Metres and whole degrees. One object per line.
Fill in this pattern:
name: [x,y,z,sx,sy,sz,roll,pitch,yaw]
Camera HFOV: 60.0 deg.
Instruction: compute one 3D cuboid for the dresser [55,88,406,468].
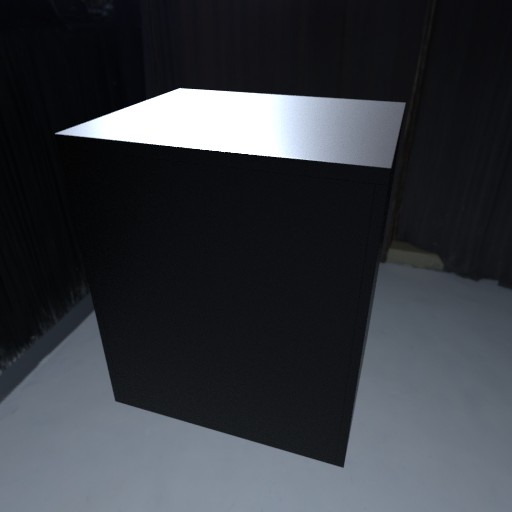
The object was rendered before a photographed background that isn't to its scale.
dresser: [0.000,0.000,0.753,0.400,0.470,0.360,10,31,16]
